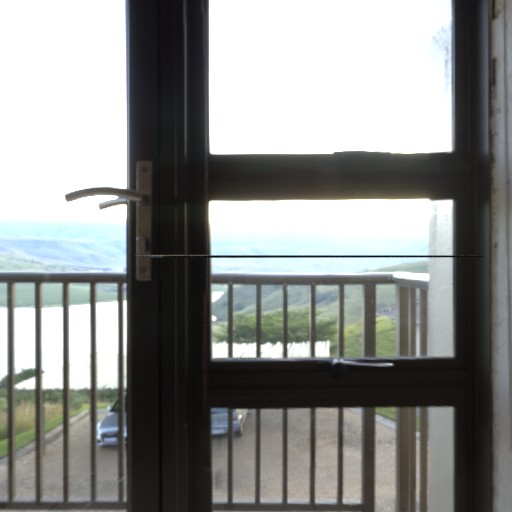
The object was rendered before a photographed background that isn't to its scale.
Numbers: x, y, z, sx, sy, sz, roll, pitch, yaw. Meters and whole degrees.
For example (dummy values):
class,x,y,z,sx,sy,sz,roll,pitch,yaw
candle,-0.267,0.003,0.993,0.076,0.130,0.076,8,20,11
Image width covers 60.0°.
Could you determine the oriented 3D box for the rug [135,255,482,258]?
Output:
class,x,y,z,sx,sy,sz,roll,pitch,yaw
rug,0.000,0.000,2.222,1.102,0.008,1.795,0,0,-18
